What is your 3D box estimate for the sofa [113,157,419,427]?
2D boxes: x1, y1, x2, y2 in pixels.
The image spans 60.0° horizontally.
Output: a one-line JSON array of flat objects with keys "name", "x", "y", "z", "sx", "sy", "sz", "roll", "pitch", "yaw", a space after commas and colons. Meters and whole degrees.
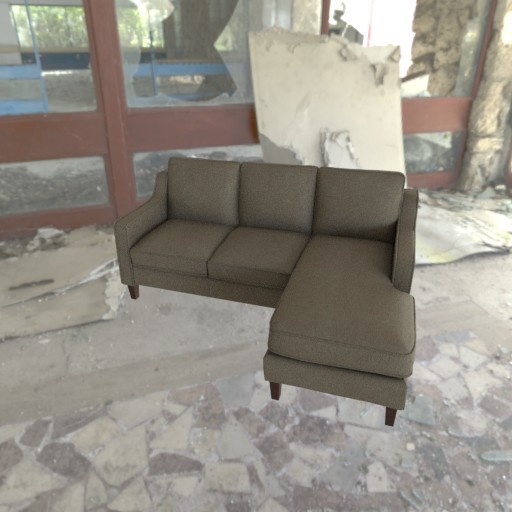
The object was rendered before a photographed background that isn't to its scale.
[{"name": "sofa", "x": 0.000, "y": 0.000, "z": 3.352, "sx": 2.317, "sy": 1.081, "sz": 1.858, "roll": 8, "pitch": 27, "yaw": 16}]
